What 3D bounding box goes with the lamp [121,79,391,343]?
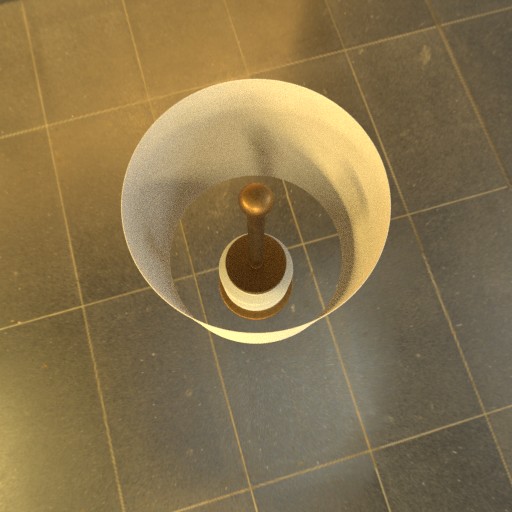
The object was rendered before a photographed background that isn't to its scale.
[{"bbox_3d":[0.000,0.000,0.540,0.210,0.410,0.210,-35,79,-8],"label":"lamp"}]
